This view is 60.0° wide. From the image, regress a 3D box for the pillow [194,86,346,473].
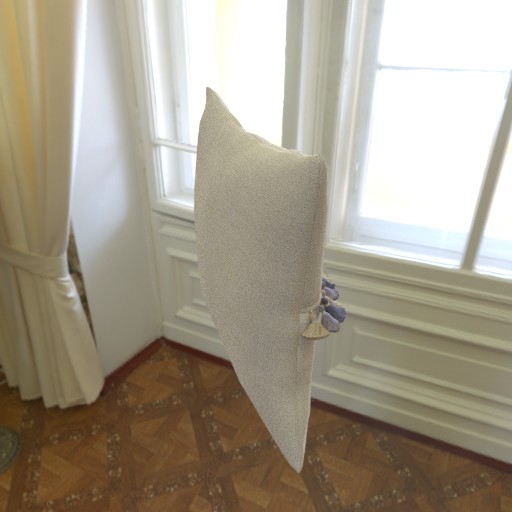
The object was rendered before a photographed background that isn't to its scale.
[{"bbox_3d":[0.000,0.000,0.747,0.165,0.481,0.489,-10,31,-17],"label":"pillow"}]
